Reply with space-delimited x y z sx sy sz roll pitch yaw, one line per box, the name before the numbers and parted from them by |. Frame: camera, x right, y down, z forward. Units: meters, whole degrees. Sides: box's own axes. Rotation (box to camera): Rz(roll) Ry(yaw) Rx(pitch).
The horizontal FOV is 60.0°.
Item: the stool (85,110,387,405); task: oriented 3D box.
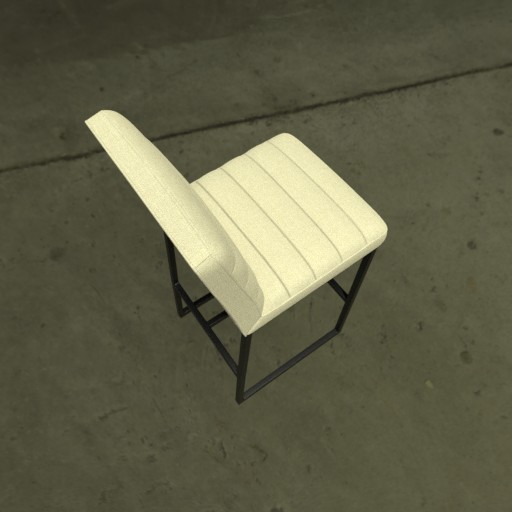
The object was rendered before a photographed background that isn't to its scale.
stool | 0.000 0.000 1.327 0.560 1.040 0.460 -31 63 -18
